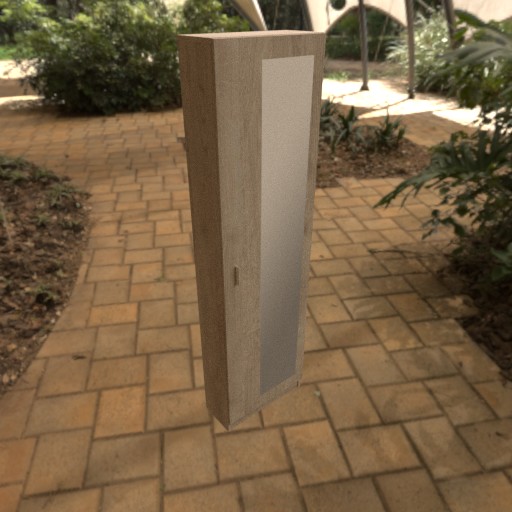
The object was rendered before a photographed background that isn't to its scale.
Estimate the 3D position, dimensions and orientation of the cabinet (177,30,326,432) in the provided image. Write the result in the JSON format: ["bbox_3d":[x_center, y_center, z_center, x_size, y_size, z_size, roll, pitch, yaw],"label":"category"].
[{"bbox_3d":[0.000,0.000,1.994,0.500,1.790,0.230,-22,36,-33],"label":"cabinet"}]
